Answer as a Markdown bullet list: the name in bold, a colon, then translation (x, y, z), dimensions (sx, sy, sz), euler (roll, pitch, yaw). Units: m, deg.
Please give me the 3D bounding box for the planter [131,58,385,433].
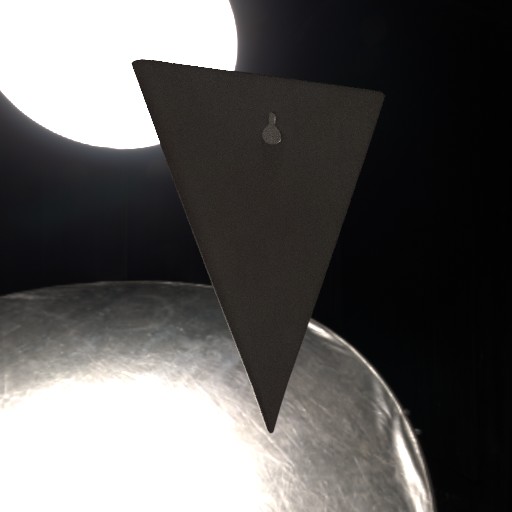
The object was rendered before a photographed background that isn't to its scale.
- **planter**: translation (0.000, 0.000, 0.271), dimensions (0.150, 0.197, 0.060), euler (0, 0, -19)
